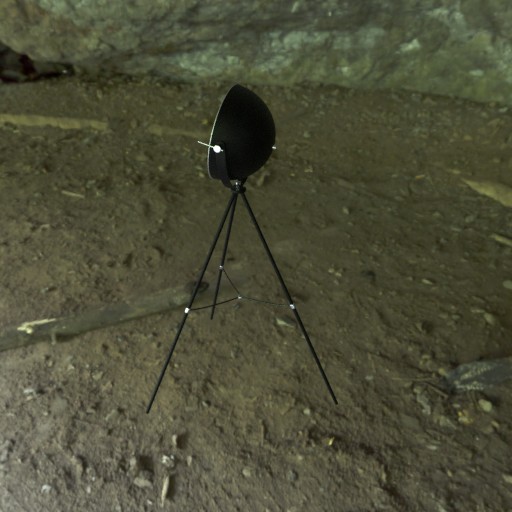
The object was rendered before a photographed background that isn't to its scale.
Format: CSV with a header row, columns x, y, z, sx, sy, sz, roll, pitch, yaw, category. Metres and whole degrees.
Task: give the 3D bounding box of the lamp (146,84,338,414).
x,y,z,sx,sy,sz,roll,pitch,yaw,category
0.000,0.000,2.076,0.920,1.512,0.817,8,30,14,lamp
